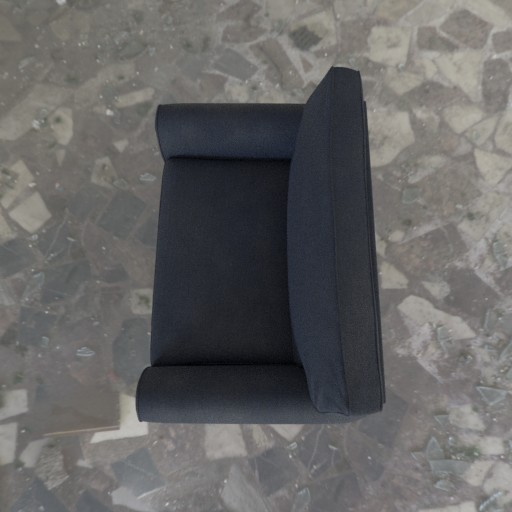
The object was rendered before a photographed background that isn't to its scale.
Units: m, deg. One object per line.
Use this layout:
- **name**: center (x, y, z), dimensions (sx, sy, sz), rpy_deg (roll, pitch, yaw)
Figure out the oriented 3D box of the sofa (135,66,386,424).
- **sofa**: center (0.000, 0.000, 1.999), dimensions (0.938, 1.004, 1.405), rpy_deg (0, 75, 0)
